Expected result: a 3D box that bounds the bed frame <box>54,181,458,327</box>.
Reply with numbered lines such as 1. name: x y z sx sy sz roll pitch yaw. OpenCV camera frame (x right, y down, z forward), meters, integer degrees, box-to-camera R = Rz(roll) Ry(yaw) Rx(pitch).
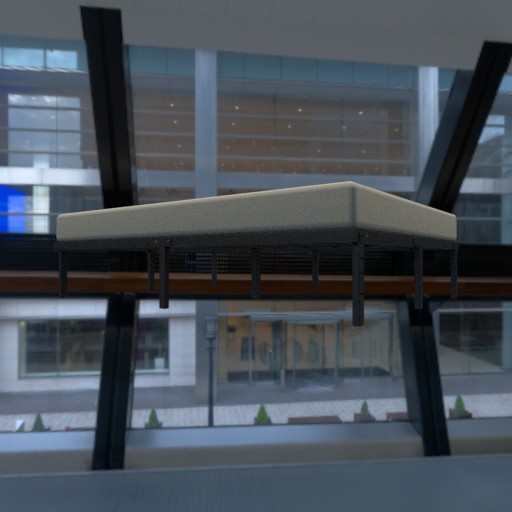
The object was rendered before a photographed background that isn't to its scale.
1. bed frame: 0.000 0.000 3.598 2.635 0.680 1.990 0 -1 37
